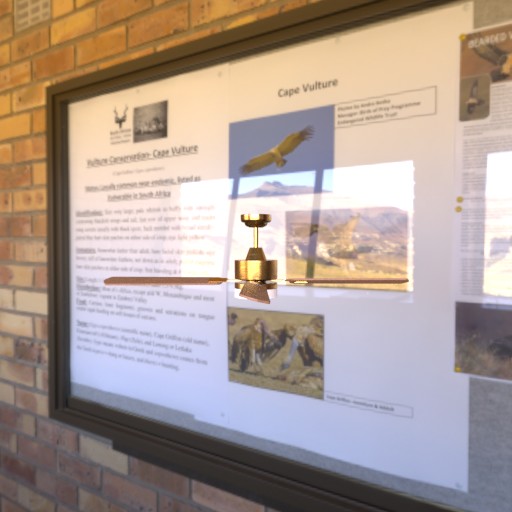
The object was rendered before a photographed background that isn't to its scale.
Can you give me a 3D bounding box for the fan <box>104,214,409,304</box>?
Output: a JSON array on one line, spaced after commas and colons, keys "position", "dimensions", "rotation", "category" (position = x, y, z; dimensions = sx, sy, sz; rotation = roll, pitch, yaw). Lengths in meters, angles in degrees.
[{"position": [0.000, 0.000, 1.919], "dimensions": [1.320, 0.355, 1.320], "rotation": [0, 1, 0], "category": "fan"}]
